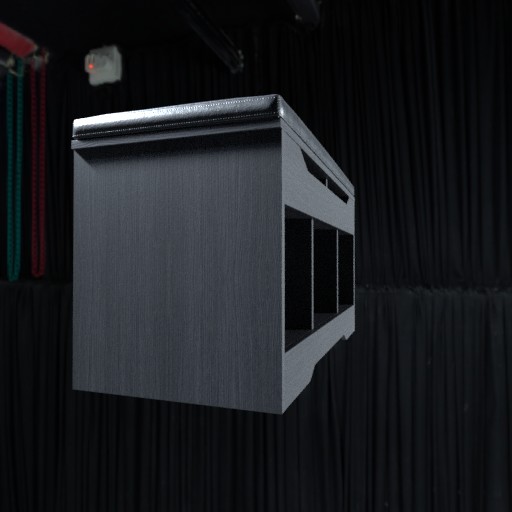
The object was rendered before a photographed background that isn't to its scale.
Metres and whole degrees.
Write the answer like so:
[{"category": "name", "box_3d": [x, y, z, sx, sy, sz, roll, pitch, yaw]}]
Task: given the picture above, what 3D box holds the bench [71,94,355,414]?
[{"category": "bench", "box_3d": [0.000, 0.000, 1.169, 0.401, 0.501, 0.905, 0, -1, 20]}]
